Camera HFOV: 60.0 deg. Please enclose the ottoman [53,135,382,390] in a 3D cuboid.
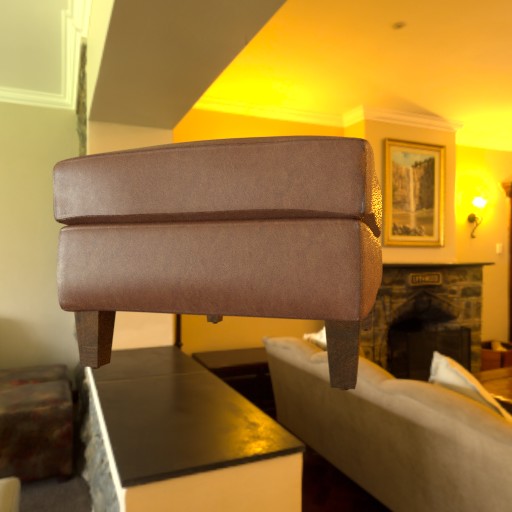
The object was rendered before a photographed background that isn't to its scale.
[{"bbox_3d":[0.000,0.000,1.203,0.650,0.485,0.851,0,0,17],"label":"ottoman"}]
